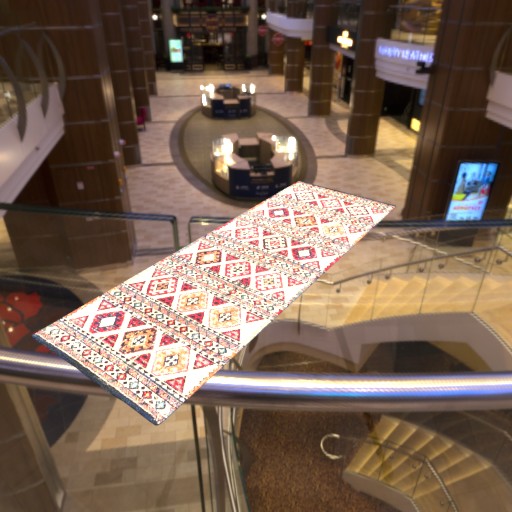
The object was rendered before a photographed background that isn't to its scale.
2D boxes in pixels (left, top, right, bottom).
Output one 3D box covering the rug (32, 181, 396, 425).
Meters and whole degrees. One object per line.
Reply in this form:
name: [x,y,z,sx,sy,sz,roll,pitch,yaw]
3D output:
rug: [0.000,0.000,2.631,0.832,0.008,2.362,21,37,30]
